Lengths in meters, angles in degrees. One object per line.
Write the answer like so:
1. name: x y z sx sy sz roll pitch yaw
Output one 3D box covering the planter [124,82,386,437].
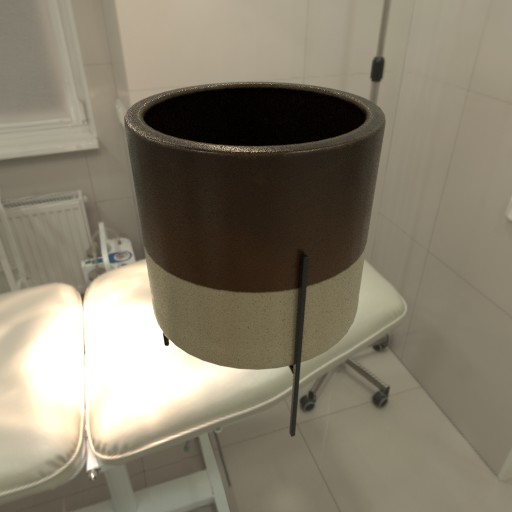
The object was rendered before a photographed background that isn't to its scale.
1. planter: 0.000 0.000 0.716 0.345 0.465 0.354 -11 34 -16
